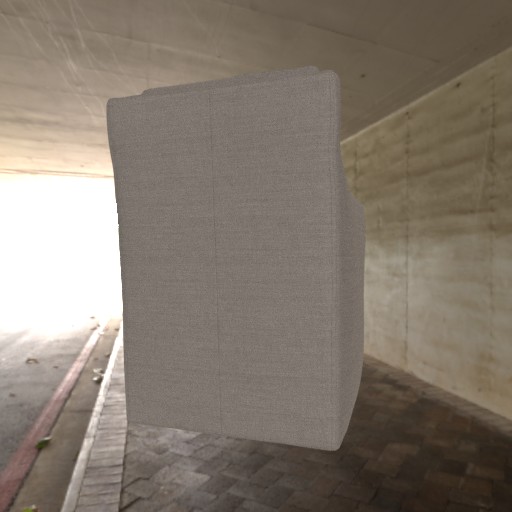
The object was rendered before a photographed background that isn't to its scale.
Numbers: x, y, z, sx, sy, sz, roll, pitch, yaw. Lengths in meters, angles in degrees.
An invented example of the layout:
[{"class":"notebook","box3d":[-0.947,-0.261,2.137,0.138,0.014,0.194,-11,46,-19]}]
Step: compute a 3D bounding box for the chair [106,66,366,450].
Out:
[{"class":"chair","box3d":[0.000,0.000,1.359,0.626,0.914,0.694,0,0,18]}]
